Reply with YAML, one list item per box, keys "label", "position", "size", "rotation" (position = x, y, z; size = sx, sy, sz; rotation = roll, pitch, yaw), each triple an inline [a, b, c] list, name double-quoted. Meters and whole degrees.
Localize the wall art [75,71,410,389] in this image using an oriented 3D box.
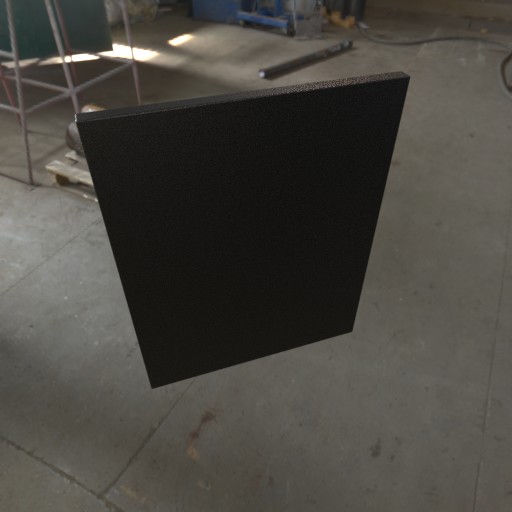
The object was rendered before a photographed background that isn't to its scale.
- label: "wall art"
  position: [0.000, 0.000, 1.611]
  size: [0.950, 1.194, 0.053]
  rotation: [-13, 43, -14]
